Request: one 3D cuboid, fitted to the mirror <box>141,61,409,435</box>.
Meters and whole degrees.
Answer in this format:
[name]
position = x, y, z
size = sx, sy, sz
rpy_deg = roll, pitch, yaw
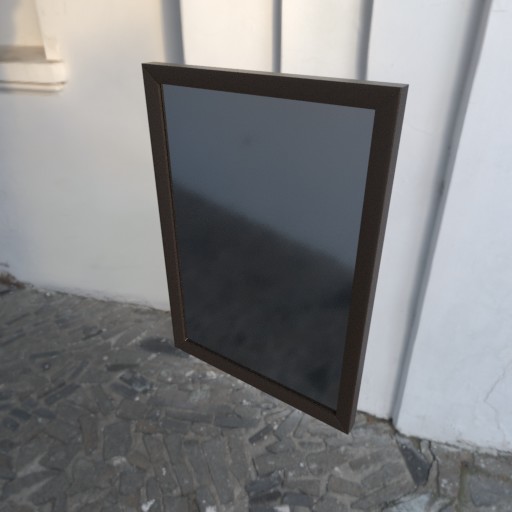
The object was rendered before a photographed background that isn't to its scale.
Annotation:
[mirror]
position = 0.000, 0.000, 0.919
size = 0.507, 0.710, 0.040
rpy_deg = 18, 34, 29
